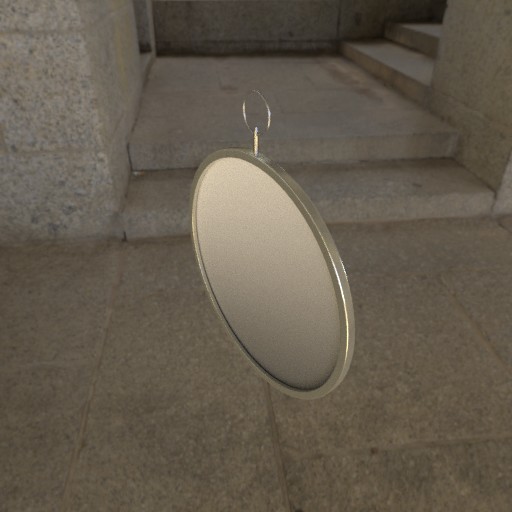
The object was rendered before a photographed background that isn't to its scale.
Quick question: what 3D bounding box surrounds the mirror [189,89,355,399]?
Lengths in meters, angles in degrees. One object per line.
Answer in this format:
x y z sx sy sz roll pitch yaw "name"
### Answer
0.000 0.000 0.990 0.020 0.713 0.594 -22 39 -29 "mirror"
